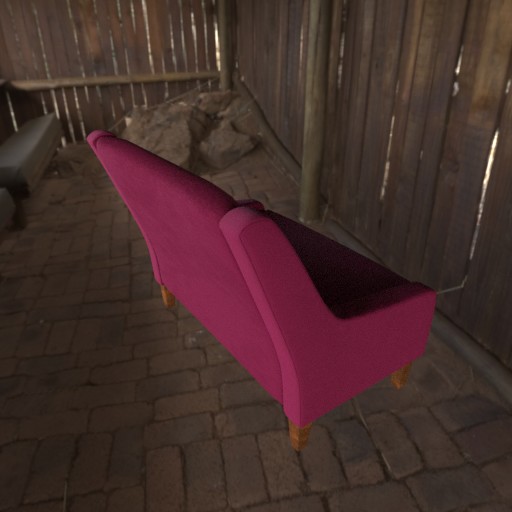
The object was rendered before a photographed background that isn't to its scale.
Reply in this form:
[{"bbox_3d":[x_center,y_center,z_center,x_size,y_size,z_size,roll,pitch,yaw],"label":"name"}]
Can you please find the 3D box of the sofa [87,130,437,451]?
[{"bbox_3d":[0.000,0.000,1.913,0.946,0.976,1.242,-18,32,-30],"label":"sofa"}]
